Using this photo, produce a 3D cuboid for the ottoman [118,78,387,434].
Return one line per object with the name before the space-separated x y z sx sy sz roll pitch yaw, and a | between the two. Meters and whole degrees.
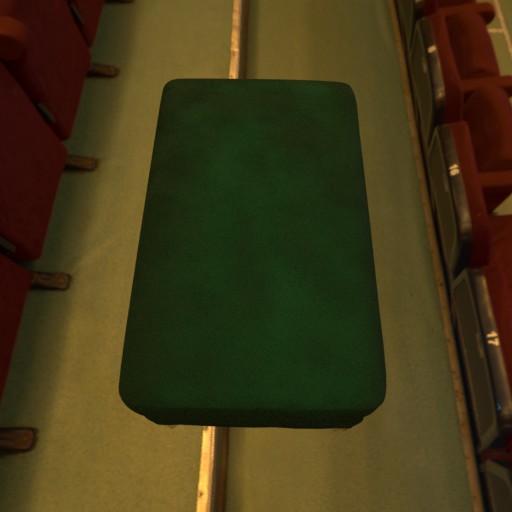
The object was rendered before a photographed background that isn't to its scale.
ottoman | 0.000 0.000 1.238 0.536 0.533 0.886 1 64 0
